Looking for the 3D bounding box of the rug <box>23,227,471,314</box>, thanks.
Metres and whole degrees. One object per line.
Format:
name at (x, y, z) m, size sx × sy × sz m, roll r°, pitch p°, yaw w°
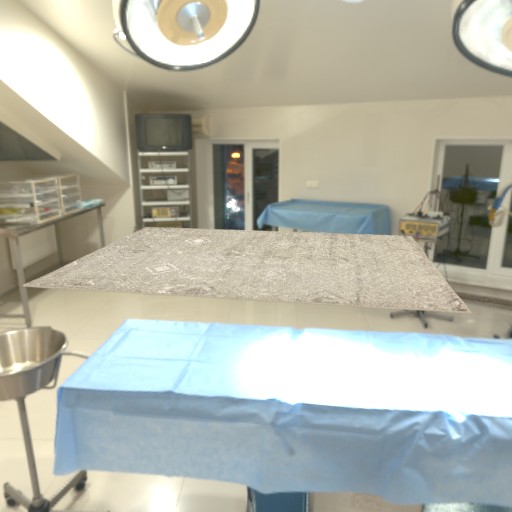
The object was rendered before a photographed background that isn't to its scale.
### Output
rug at (0.000, 0.000, 4.408) m, size 3.359 × 0.020 × 2.448 m, roll 3°, pitch 15°, yaw 9°
